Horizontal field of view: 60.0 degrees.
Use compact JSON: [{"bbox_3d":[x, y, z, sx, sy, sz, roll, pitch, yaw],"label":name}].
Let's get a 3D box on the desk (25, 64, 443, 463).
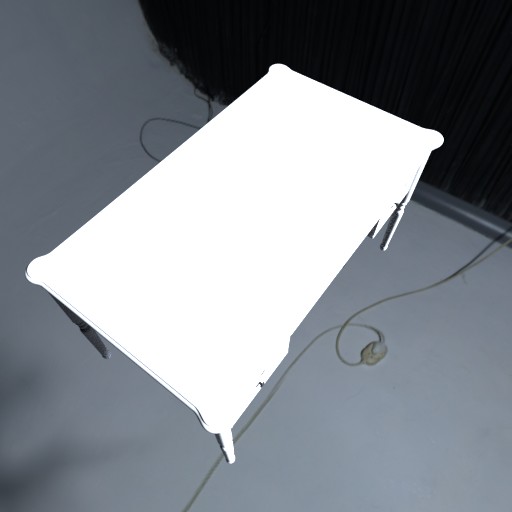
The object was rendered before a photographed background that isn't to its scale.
[{"bbox_3d":[0.000,0.000,1.847,0.807,0.762,1.380,32,62,19],"label":"desk"}]
